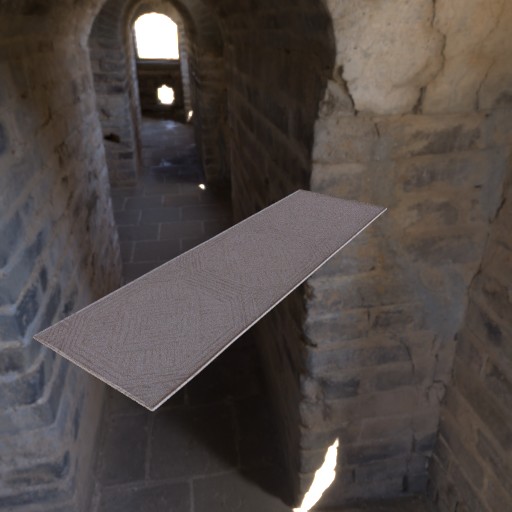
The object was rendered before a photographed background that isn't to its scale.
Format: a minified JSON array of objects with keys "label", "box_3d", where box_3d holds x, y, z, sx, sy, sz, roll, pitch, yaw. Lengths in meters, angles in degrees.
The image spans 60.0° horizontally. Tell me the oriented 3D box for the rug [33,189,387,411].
[{"label":"rug","box_3d":[0.000,0.000,2.709,0.775,0.012,2.452,18,32,30]}]
